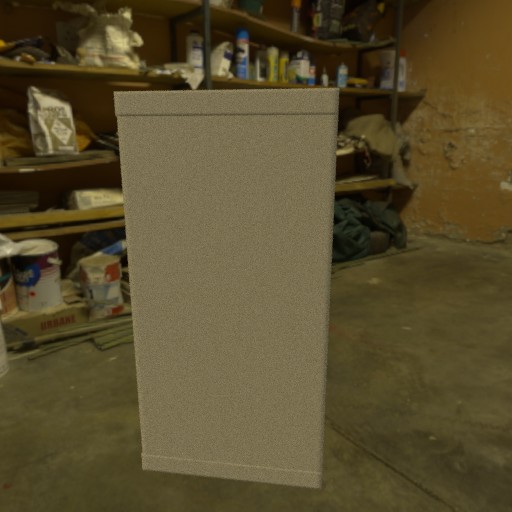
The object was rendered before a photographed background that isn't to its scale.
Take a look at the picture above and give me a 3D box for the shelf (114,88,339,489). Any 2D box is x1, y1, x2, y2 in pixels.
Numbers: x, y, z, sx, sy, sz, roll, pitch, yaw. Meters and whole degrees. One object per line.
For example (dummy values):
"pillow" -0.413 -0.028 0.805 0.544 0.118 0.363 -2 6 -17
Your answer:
"shelf" 0.000 0.000 1.228 0.390 0.786 0.790 2 15 8
